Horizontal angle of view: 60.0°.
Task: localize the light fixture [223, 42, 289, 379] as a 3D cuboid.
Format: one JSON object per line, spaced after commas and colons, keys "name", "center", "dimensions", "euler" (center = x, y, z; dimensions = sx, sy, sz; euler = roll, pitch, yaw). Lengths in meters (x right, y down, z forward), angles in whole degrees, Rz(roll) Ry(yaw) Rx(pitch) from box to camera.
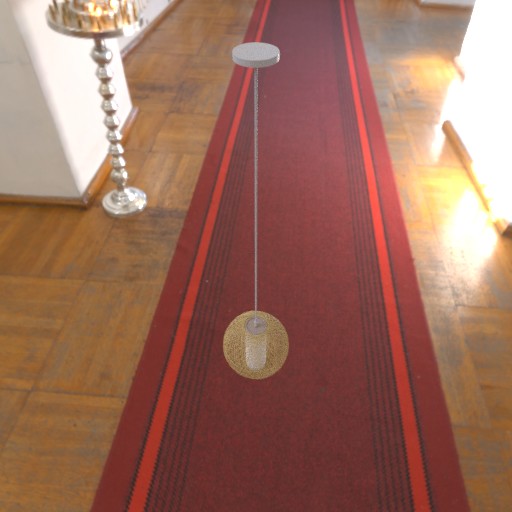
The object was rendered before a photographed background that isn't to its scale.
{"name": "light fixture", "center": [0.000, 0.000, 2.184], "dimensions": [0.407, 1.955, 0.406], "euler": [-31, 53, -27]}
